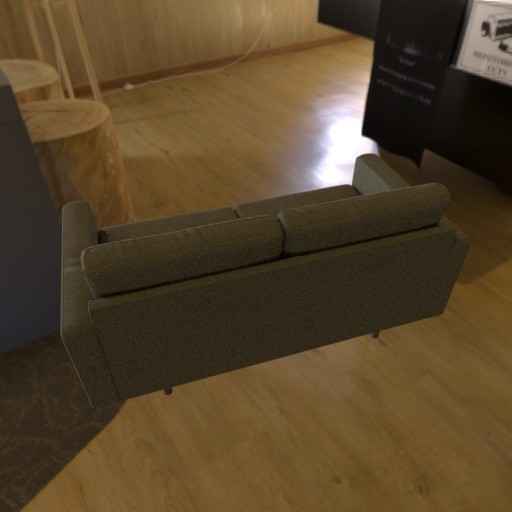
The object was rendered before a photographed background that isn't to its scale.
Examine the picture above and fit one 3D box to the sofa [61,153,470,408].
[{"bbox_3d":[0.000,0.000,2.206,1.730,0.897,0.889,-12,42,-13],"label":"sofa"}]
